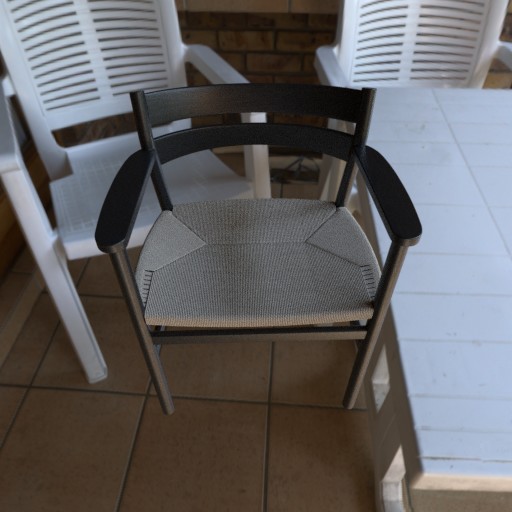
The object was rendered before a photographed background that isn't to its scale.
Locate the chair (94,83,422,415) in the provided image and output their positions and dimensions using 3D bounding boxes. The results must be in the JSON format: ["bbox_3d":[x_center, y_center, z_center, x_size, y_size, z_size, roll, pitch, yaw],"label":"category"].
[{"bbox_3d":[0.000,0.000,1.180,0.630,0.775,0.508,-1,45,-1],"label":"chair"}]
